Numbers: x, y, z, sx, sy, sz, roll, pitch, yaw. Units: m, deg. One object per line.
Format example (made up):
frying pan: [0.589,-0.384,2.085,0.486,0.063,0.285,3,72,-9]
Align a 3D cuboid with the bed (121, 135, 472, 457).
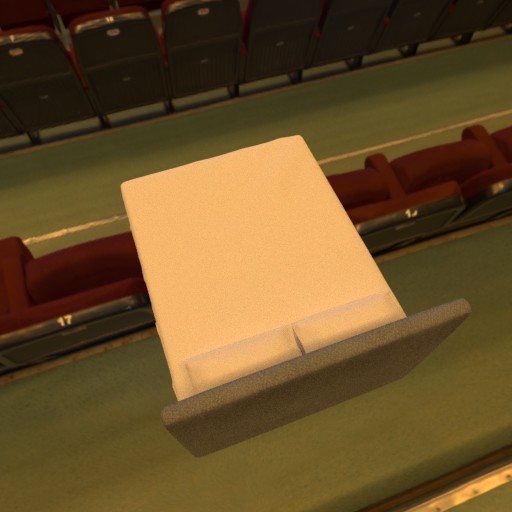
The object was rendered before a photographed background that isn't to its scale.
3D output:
bed: [0.000,0.000,3.189,1.713,1.330,2.142,-18,61,-10]
